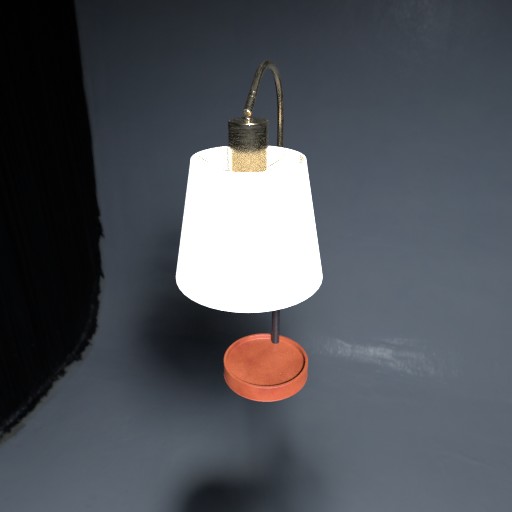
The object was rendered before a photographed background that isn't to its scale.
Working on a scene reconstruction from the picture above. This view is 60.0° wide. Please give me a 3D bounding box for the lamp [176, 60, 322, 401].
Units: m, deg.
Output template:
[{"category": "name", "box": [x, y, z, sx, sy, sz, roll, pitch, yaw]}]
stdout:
[{"category": "lamp", "box": [0.000, 0.000, 0.666, 0.211, 0.536, 0.273, 8, 27, 16]}]
